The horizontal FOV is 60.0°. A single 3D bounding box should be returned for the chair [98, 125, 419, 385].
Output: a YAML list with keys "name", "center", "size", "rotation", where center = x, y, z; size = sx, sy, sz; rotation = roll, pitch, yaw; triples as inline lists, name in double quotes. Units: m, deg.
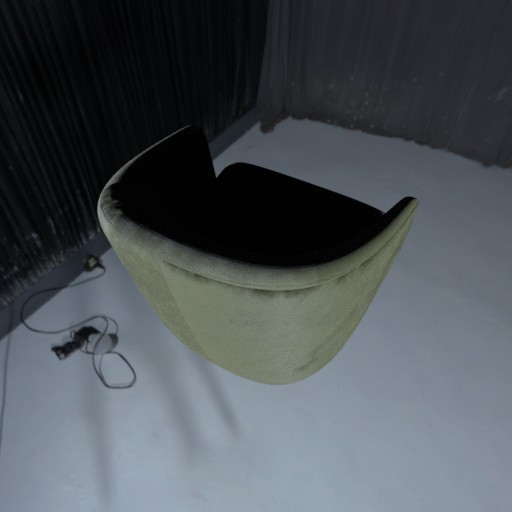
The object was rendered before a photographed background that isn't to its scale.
- name: "chair"
  center: [0.000, 0.000, 1.372]
  size: [0.773, 0.698, 0.767]
  rotation: [23, 51, 20]
